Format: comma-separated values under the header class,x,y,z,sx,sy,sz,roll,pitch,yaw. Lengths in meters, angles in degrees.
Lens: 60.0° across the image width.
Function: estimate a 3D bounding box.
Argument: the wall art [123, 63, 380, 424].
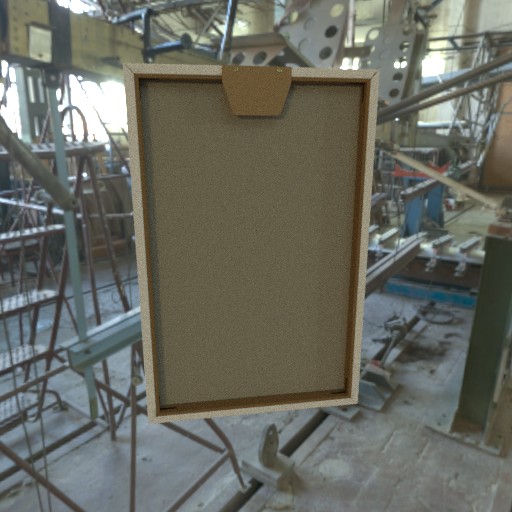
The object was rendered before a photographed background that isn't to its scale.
class,x,y,z,sx,sy,sz,roll,pitch,yaw
wall art,0.000,0.000,1.157,0.602,0.916,0.048,-2,15,-9
